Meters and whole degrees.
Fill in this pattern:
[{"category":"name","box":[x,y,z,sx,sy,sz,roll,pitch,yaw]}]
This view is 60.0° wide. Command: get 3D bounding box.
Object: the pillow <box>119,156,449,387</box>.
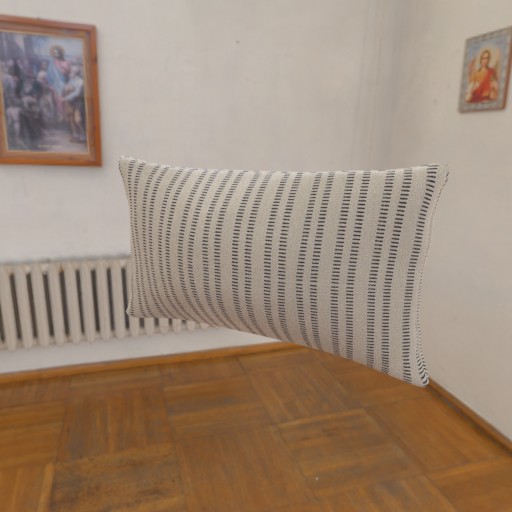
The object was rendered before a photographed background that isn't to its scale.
[{"category":"pillow","box":[0.000,0.000,0.824,0.640,0.353,0.210,8,16,27]}]
